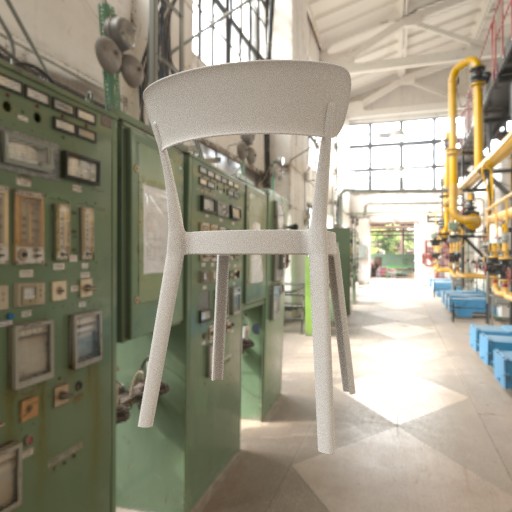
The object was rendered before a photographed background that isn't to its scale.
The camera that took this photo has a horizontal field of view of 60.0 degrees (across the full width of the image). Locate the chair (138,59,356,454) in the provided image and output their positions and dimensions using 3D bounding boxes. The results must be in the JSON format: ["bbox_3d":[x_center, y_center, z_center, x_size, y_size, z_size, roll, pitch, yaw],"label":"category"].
[{"bbox_3d":[0.000,0.000,1.134,0.506,0.790,0.491,0,0,19],"label":"chair"}]
